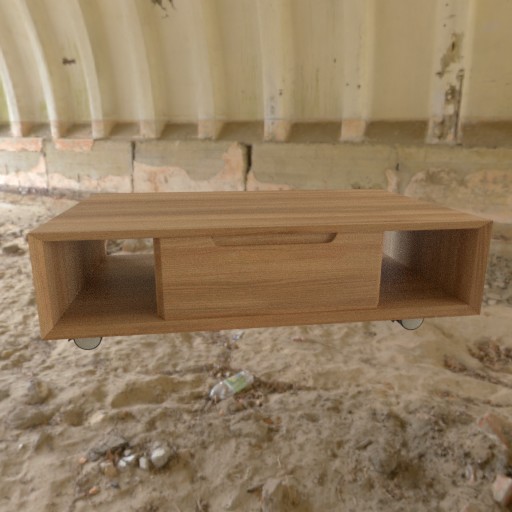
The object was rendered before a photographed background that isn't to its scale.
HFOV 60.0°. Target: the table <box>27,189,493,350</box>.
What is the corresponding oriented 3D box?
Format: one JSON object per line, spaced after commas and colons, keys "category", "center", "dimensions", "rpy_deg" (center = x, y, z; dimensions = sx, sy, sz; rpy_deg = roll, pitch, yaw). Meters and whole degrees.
{"category": "table", "center": [0.000, 0.000, 1.412], "dimensions": [1.100, 0.330, 0.700], "rpy_deg": [-2, 15, -8]}
